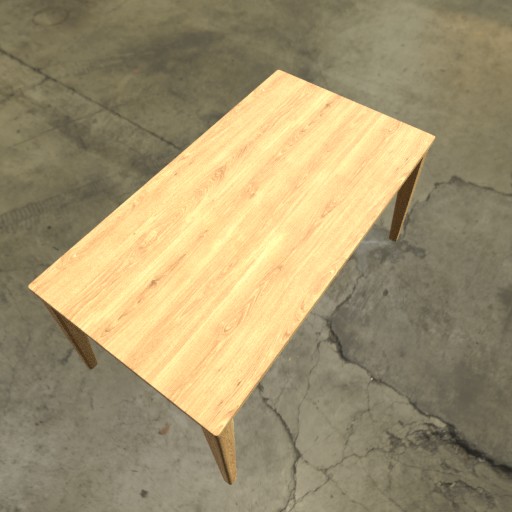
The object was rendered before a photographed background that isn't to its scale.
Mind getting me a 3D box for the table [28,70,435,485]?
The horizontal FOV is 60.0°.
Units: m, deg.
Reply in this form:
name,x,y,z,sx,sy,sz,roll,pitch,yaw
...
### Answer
name,x,y,z,sx,sy,sz,roll,pitch,yaw
table,0.000,0.000,2.054,0.900,0.760,1.600,31,62,19
